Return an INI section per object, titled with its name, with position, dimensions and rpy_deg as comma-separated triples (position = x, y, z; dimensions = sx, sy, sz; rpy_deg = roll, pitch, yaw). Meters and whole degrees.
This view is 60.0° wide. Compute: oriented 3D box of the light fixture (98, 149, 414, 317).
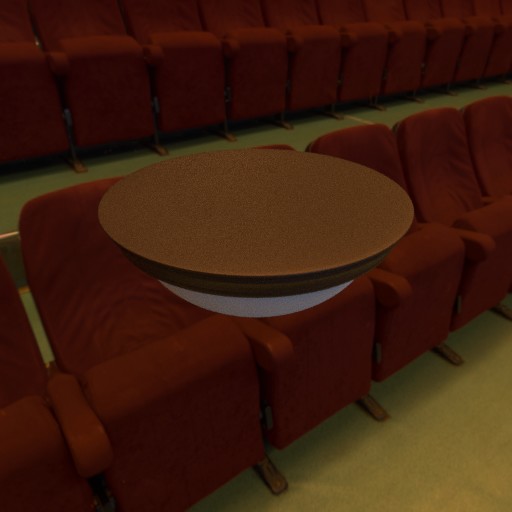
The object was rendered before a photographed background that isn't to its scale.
[light fixture]
position = 0.000, 0.000, 0.443
dimensions = 0.280, 0.135, 0.280
rpy_deg = 0, 30, 0
